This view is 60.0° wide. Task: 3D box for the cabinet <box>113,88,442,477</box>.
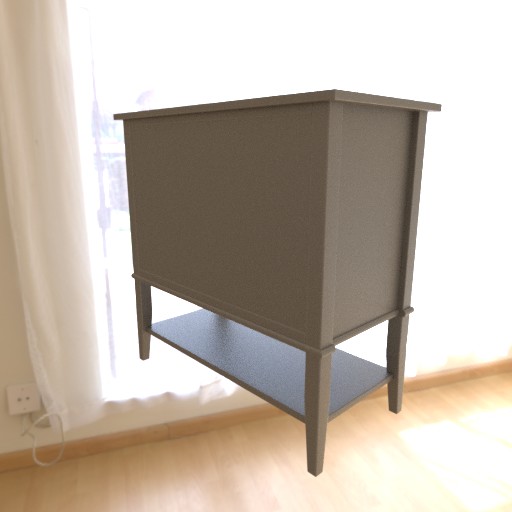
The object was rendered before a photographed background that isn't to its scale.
[{"bbox_3d":[0.000,0.000,1.239,0.396,0.780,0.801,-13,19,-42],"label":"cabinet"}]
